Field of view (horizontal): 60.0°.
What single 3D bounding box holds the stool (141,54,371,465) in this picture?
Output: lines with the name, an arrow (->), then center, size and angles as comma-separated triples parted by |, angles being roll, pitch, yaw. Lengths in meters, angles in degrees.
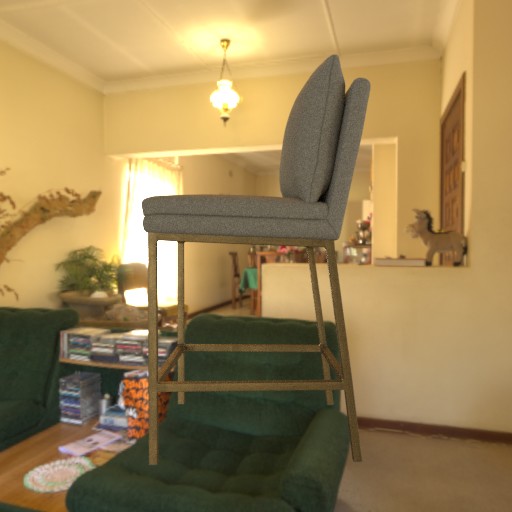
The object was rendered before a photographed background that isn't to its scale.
stool -> 0.000, 0.000, 1.314 | 0.569, 1.030, 0.463 | 0, 1, 0
